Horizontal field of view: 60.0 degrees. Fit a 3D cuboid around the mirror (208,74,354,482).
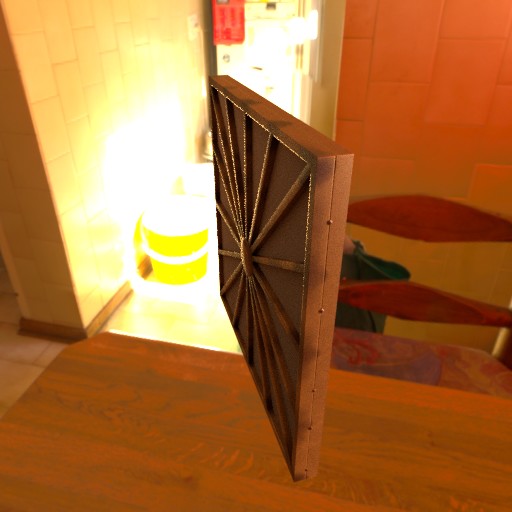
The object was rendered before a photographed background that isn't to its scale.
[{"bbox_3d":[0.000,0.000,0.757,0.042,0.507,0.509,-9,32,-14],"label":"mirror"}]
